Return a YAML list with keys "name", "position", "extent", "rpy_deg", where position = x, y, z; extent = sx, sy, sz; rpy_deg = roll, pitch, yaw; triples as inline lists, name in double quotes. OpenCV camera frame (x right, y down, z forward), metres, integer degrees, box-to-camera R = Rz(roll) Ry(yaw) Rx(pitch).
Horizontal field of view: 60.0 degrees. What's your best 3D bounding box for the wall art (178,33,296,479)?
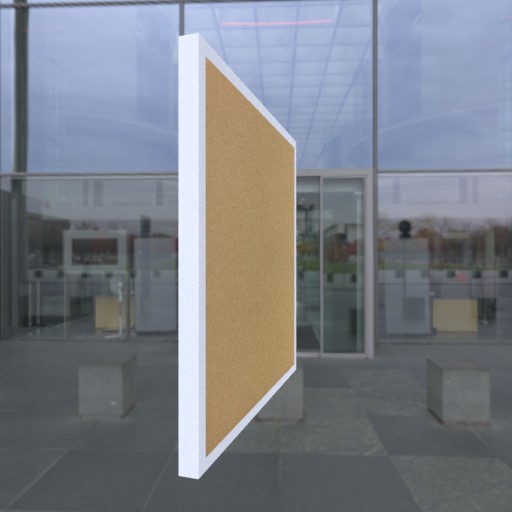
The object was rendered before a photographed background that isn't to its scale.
- name: "wall art"
  position: [0.000, 0.000, 1.125]
  extent: [0.038, 0.761, 0.763]
  rpy_deg: [0, 0, 18]
